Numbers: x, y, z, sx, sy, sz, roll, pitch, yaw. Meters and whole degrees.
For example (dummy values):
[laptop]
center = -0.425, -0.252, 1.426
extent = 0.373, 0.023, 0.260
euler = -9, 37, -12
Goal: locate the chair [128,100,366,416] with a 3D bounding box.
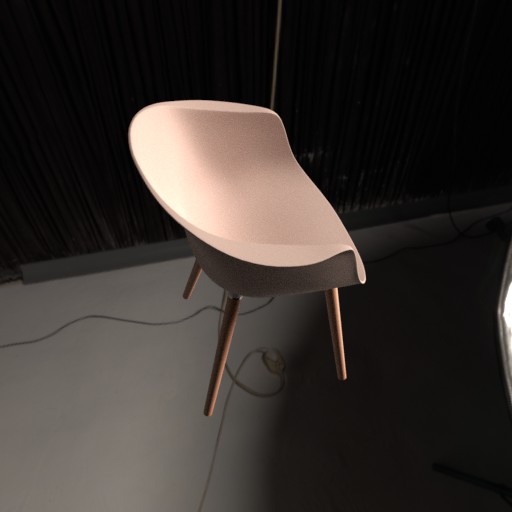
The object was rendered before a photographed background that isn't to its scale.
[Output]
[chair]
center = 0.000, 0.000, 1.176
extent = 0.504, 0.781, 0.593
euler = -11, 48, -10
